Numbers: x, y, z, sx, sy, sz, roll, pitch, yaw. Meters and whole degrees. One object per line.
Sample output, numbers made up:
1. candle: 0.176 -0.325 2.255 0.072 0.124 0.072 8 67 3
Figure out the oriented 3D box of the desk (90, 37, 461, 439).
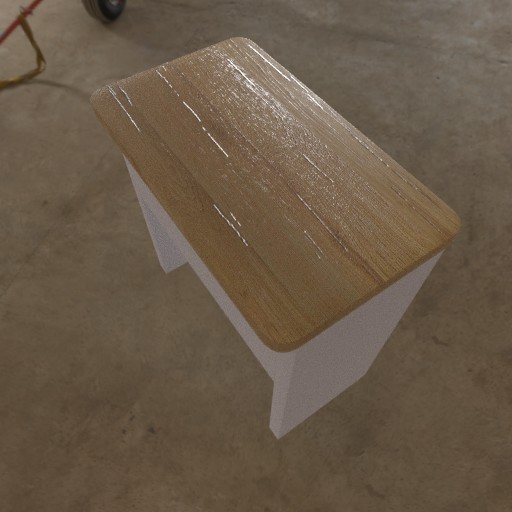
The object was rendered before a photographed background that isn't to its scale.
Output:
1. desk: 0.000 0.000 1.252 0.440 0.790 0.760 -30 62 -18
